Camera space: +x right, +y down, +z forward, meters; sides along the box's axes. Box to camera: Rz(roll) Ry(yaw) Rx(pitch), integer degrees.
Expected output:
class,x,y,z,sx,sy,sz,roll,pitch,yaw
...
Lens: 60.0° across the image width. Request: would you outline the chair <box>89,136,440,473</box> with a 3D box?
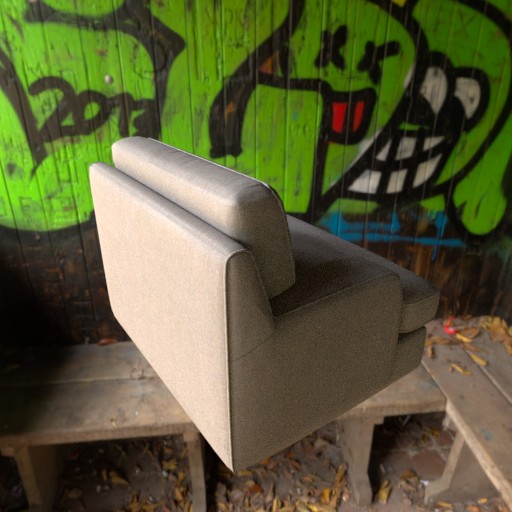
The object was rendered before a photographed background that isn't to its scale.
class,x,y,z,sx,sy,sz,roll,pitch,yaw
chair,0.000,0.000,1.966,1.043,0.974,1.270,-17,30,-31
